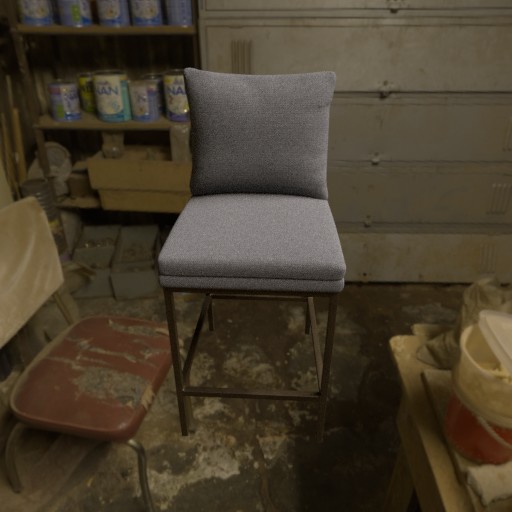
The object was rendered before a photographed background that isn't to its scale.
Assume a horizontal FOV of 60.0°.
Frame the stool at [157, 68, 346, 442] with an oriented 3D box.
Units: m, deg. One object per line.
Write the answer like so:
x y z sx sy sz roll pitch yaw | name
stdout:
0.000 0.000 1.372 0.463 1.031 0.569 2 31 3 | stool
